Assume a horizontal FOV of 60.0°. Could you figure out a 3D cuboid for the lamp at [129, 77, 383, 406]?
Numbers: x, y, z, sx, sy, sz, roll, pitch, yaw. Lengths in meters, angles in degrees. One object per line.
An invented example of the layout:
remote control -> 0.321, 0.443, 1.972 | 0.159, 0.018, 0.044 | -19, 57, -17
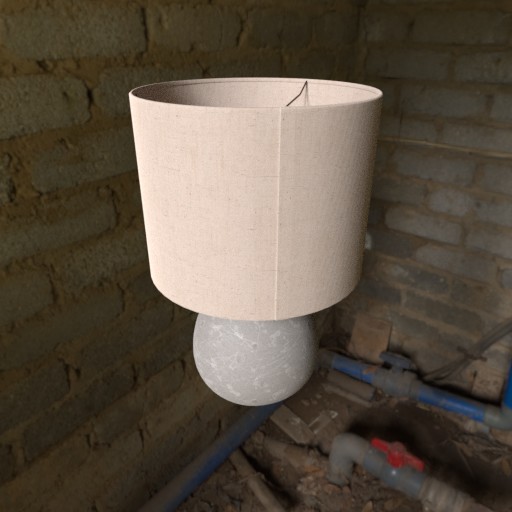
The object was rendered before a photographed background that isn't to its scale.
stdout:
lamp -> 0.000, 0.000, 0.575 | 0.269, 0.409, 0.269 | 0, 27, 0
